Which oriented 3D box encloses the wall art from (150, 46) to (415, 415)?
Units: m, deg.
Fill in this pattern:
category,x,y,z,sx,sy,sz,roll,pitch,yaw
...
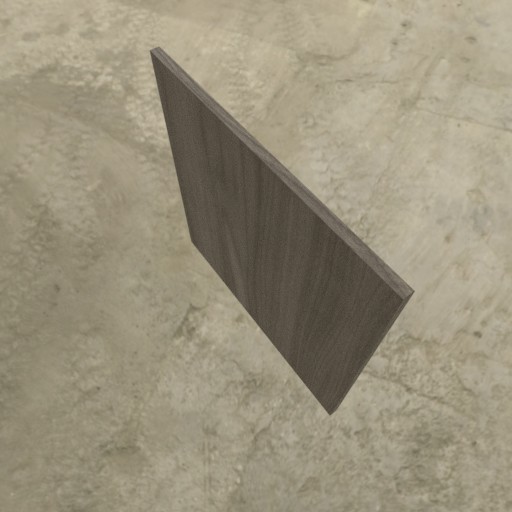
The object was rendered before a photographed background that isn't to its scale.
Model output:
category,x,y,z,sx,sy,sz,roll,pitch,yaw
wall art,0.000,0.000,0.760,0.016,0.507,0.508,-32,63,-18
